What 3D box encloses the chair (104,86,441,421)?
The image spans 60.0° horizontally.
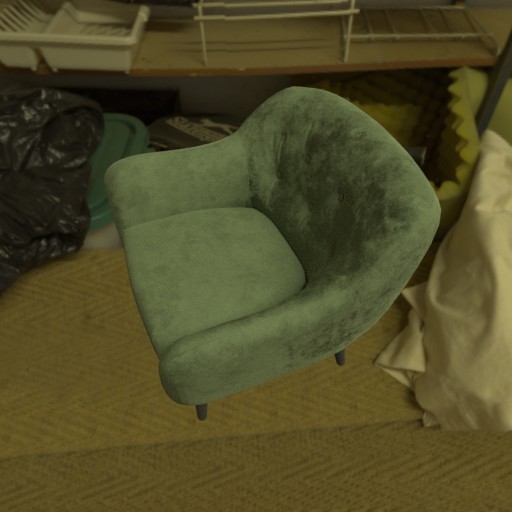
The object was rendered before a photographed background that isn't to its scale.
[{"bbox_3d":[0.000,0.000,1.470,0.819,0.804,0.840,-17,49,-15],"label":"chair"}]
